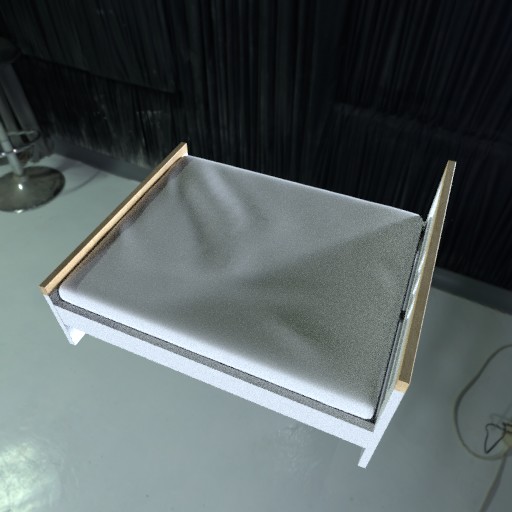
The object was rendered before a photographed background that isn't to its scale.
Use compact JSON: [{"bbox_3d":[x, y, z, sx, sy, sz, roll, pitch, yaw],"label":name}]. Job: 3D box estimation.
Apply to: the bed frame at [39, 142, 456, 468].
[{"bbox_3d":[0.000,0.000,2.925,2.050,0.980,1.670,17,49,16],"label":"bed frame"}]
